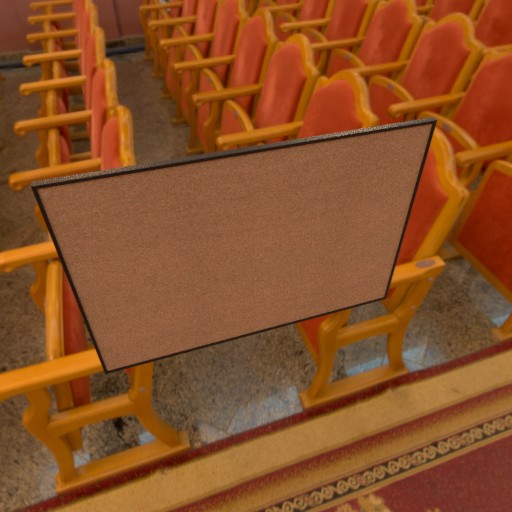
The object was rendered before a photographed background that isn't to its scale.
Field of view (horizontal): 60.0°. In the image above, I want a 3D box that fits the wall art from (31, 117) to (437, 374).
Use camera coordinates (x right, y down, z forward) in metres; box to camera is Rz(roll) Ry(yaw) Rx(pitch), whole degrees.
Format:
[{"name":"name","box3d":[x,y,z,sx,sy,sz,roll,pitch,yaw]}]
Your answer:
[{"name":"wall art","box3d":[0.000,0.000,1.228,0.957,0.660,0.019,-13,43,-14]}]
